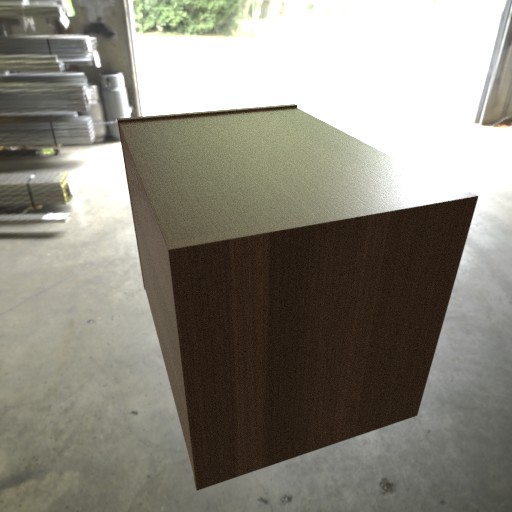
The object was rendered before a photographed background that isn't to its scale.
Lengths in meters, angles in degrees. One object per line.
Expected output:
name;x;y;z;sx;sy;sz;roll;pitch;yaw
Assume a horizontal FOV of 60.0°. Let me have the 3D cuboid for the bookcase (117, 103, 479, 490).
bookcase;0.000;0.000;0.616;0.290;0.305;0.415;-11;33;-17
